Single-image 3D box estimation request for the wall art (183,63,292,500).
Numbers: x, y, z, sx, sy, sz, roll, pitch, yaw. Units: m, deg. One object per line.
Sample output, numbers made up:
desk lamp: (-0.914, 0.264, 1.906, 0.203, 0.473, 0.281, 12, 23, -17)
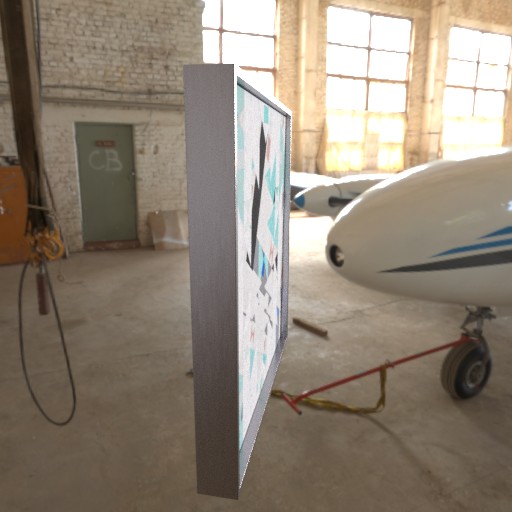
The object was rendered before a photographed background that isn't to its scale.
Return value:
wall art: (0.000, 0.000, 0.512, 0.038, 0.350, 0.350, 2, 13, 11)
